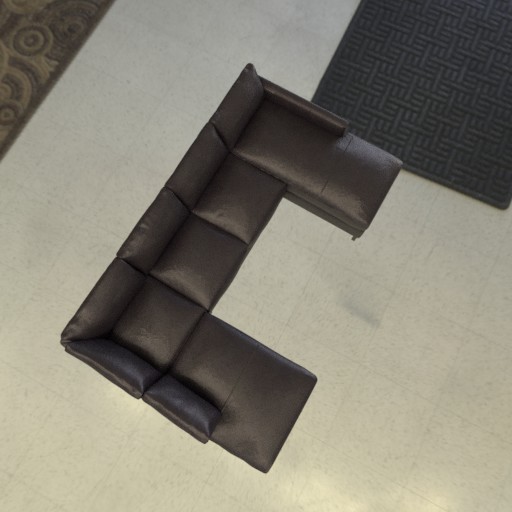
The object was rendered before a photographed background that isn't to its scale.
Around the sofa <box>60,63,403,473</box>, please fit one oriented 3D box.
[{"bbox_3d":[0.000,0.000,3.888,1.939,0.900,2.956,30,78,7],"label":"sofa"}]
